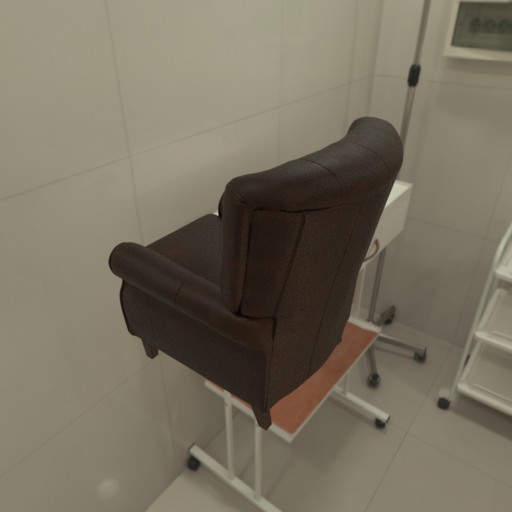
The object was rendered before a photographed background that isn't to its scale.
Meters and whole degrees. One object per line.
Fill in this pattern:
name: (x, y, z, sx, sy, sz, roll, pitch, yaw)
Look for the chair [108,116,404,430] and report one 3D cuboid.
chair: (0.000, 0.000, 1.926, 1.058, 1.158, 0.948, 21, 37, 30)
